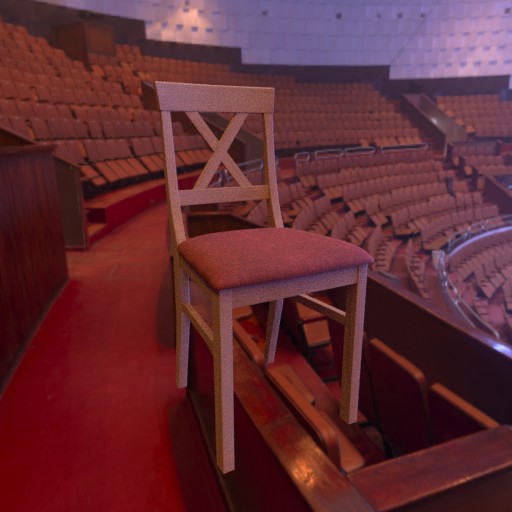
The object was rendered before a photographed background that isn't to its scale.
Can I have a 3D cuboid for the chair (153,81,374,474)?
[{"bbox_3d":[0.000,0.000,1.208,0.439,0.912,0.492,-8,18,-28],"label":"chair"}]
